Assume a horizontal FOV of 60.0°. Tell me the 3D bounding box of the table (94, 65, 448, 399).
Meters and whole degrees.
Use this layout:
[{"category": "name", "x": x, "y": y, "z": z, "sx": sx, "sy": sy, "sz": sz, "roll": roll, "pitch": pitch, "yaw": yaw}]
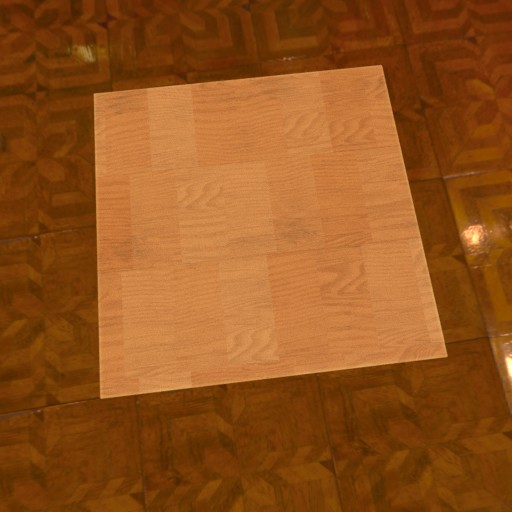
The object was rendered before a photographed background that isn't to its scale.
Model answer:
[{"category": "table", "x": 0.000, "y": 0.000, "z": 1.398, "sx": 0.747, "sy": 0.738, "sz": 0.747, "roll": -6, "pitch": 75, "yaw": -2}]
